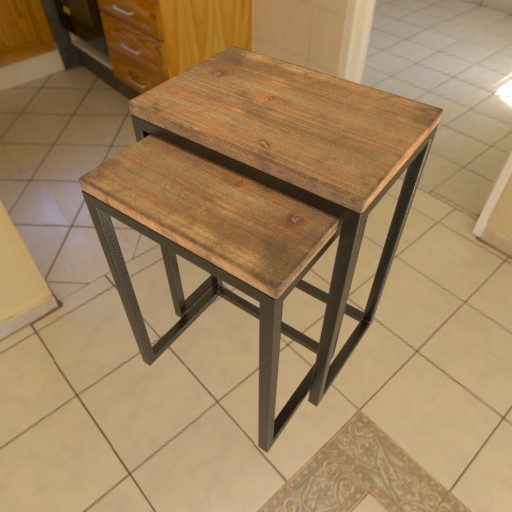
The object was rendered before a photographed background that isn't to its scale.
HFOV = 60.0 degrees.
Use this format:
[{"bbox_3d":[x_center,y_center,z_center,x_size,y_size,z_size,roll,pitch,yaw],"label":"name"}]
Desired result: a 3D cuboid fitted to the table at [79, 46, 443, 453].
[{"bbox_3d":[0.000,0.000,0.928,0.456,0.615,0.460,30,54,25],"label":"table"}]
